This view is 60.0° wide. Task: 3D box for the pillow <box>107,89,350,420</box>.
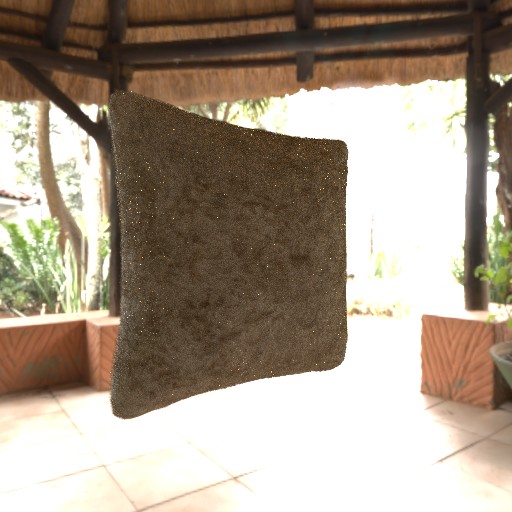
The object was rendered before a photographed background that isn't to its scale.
[{"bbox_3d":[0.000,0.000,0.826,0.538,0.525,0.216,-1,1,-36],"label":"pillow"}]
